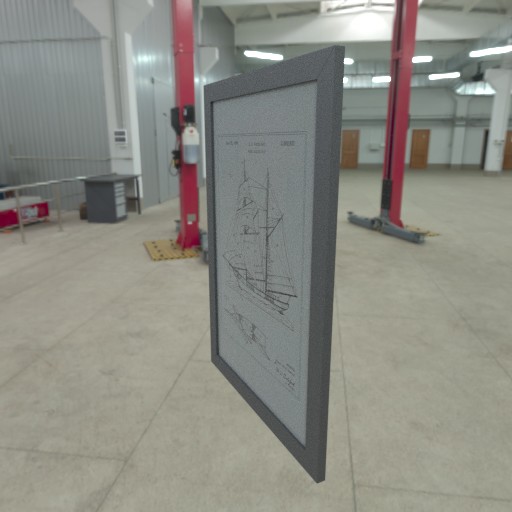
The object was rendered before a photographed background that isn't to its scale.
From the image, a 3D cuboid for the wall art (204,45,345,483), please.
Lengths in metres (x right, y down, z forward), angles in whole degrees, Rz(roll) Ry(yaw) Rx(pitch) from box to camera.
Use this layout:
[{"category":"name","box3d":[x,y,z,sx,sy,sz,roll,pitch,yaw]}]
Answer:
[{"category":"wall art","box3d":[0.000,0.000,0.685,0.013,0.534,0.380,-7,16,-26]}]
